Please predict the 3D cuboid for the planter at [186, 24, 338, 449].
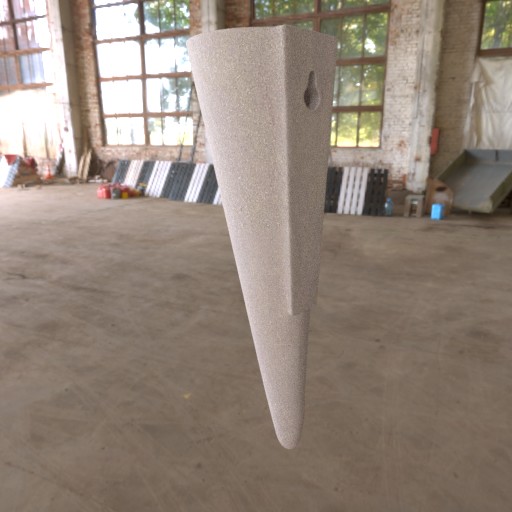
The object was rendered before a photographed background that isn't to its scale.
[{"bbox_3d":[0.000,0.000,0.293,0.078,0.259,0.087,-15,21,-43],"label":"planter"}]
